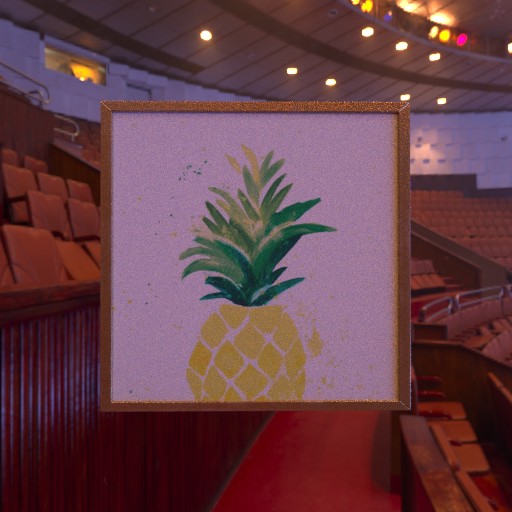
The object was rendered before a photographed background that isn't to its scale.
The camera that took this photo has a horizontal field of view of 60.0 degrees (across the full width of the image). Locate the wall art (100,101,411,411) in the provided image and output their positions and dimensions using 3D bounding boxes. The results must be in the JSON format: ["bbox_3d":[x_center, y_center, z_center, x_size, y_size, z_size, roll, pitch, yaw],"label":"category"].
[{"bbox_3d":[0.000,0.000,1.107,0.762,0.760,0.037,0,0,-1],"label":"wall art"}]
